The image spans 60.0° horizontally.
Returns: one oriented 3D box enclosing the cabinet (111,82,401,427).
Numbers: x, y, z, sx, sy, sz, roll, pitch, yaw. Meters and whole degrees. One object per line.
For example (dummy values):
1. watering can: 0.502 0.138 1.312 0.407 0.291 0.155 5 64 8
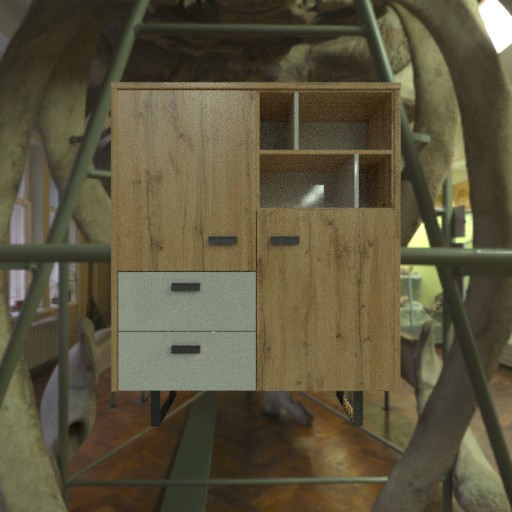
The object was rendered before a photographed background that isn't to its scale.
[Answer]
1. cabinet: 0.000 0.000 1.999 1.168 1.397 0.473 0 0 0
